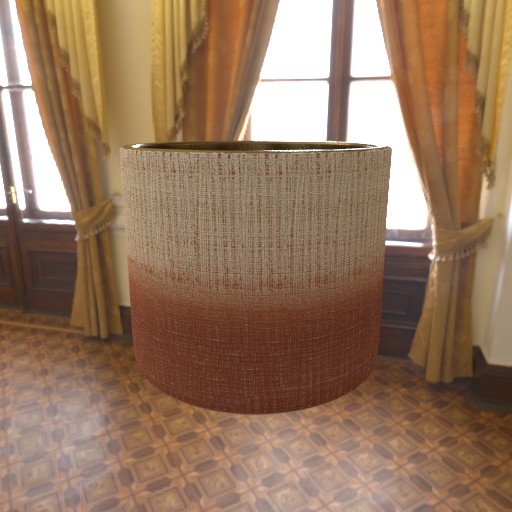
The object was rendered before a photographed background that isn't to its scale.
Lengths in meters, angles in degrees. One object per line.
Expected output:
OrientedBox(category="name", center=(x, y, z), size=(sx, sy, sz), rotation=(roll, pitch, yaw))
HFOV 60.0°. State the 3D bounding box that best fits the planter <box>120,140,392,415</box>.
OrientedBox(category="planter", center=(0.000, 0.000, 0.452), size=(0.254, 0.221, 0.254), rotation=(0, 16, 0))
